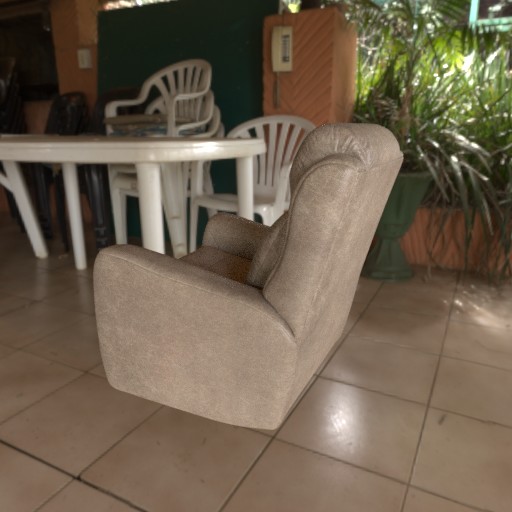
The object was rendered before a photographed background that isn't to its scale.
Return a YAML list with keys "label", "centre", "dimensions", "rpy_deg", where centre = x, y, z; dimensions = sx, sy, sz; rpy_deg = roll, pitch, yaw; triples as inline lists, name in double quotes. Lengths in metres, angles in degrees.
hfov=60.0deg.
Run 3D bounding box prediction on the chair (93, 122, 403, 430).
- label: "chair"
  centre: [0.000, 0.000, 1.948]
  dimensions: [1.068, 1.116, 0.967]
  rpy_deg: [8, 18, 25]
